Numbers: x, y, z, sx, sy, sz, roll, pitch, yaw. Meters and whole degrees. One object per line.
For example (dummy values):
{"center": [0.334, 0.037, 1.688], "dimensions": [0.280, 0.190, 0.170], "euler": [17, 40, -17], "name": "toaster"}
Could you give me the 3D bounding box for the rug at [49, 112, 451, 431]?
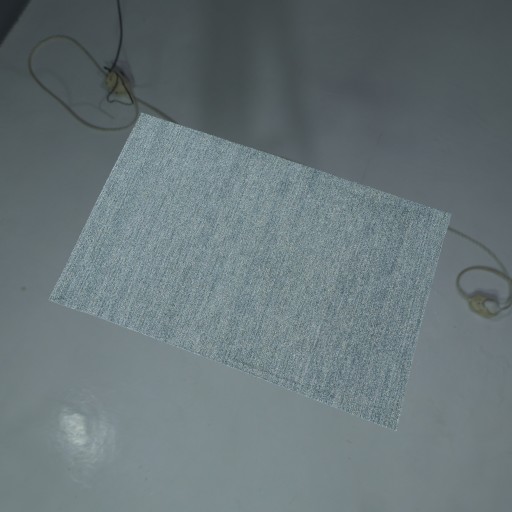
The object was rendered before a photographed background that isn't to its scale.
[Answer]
{"center": [0.000, 0.000, 2.342], "dimensions": [1.853, 0.022, 1.174], "euler": [19, 76, 5], "name": "rug"}
